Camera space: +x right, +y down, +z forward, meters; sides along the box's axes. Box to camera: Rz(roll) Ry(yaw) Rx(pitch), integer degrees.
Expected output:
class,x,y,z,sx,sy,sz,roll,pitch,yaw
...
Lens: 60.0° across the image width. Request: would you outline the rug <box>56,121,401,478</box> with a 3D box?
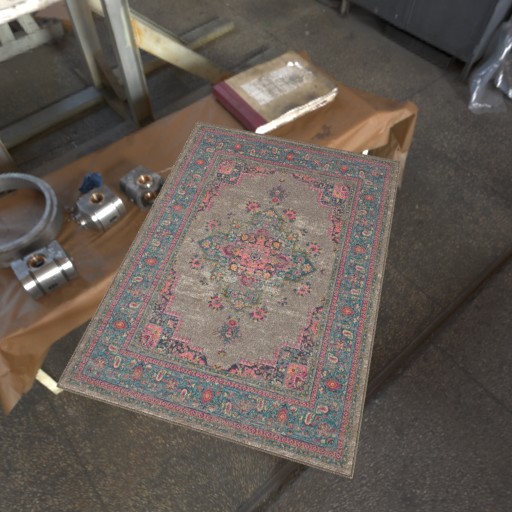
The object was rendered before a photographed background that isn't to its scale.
class,x,y,z,sx,sy,sz,roll,pitch,yaw
rug,0.000,0.000,2.843,1.609,0.013,2.214,14,58,9
